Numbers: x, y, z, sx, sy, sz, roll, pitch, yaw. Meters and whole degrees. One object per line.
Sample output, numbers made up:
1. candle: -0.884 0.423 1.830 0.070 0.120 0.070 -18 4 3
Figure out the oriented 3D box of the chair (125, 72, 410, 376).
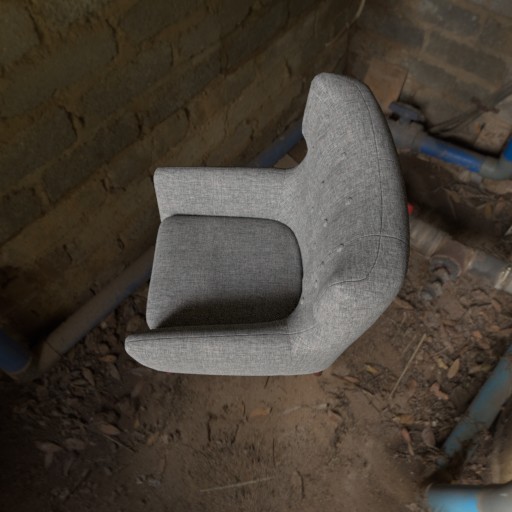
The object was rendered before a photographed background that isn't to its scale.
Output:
1. chair: 0.000 0.000 1.746 0.904 1.063 0.878 1 58 0
